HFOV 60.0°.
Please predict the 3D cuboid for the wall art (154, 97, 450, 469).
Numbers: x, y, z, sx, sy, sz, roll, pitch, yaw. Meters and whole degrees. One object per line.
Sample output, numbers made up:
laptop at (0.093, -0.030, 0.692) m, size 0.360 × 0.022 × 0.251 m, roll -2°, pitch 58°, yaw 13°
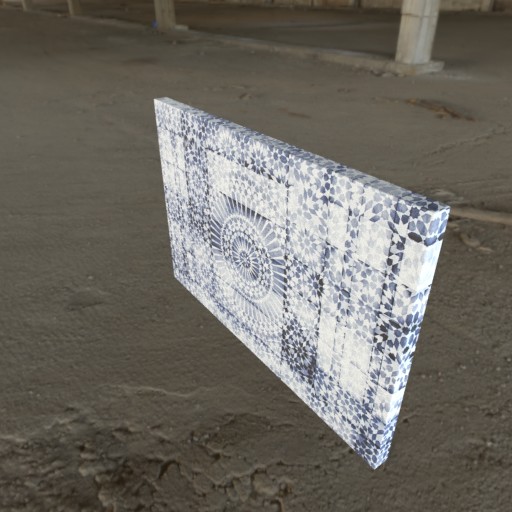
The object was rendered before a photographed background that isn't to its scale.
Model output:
wall art at (0.000, 0.000, 0.741) m, size 0.030 × 0.406 × 0.608 m, roll -21°, pitch 37°, yaw -30°
